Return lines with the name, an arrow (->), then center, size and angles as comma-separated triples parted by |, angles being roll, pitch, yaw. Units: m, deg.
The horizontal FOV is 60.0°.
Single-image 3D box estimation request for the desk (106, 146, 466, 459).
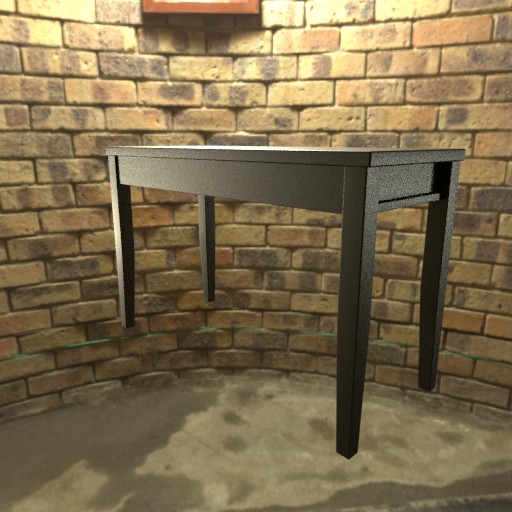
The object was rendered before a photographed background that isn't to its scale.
desk -> 0.000, 0.000, 1.628 | 0.508, 0.775, 1.220 | -14, 20, -42
